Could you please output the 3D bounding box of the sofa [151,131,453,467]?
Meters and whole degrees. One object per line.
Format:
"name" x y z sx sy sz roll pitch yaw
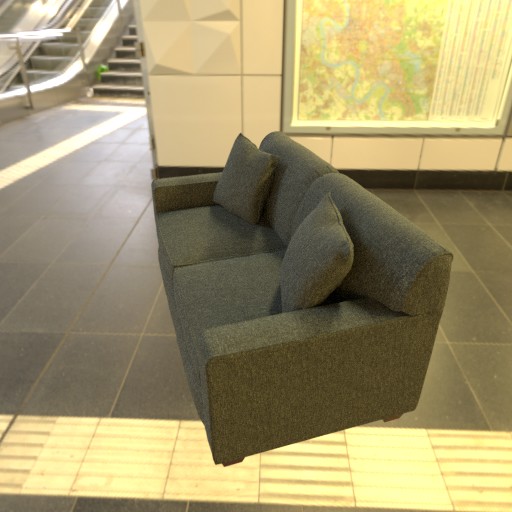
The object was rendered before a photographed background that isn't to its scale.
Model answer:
"sofa" 0.000 0.000 2.446 0.998 0.958 1.846 -9 31 -15
